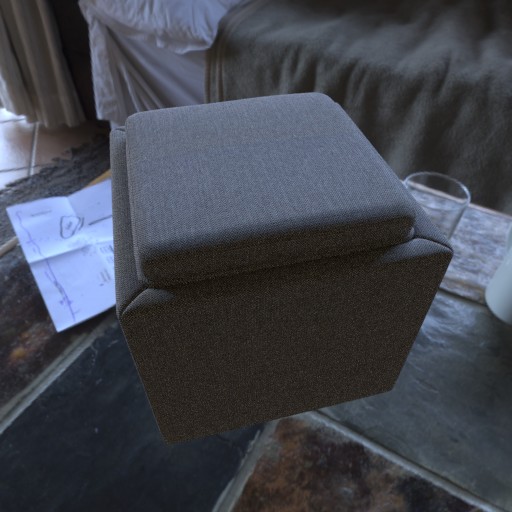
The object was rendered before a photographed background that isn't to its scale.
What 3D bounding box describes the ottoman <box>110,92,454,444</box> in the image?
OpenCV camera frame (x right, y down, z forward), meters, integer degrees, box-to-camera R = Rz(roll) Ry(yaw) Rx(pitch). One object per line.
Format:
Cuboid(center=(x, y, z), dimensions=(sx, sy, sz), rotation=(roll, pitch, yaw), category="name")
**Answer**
Cuboid(center=(0.000, 0.000, 0.825), dimensions=(0.450, 0.460, 0.450), rotation=(-10, 46, -10), category="ottoman")
